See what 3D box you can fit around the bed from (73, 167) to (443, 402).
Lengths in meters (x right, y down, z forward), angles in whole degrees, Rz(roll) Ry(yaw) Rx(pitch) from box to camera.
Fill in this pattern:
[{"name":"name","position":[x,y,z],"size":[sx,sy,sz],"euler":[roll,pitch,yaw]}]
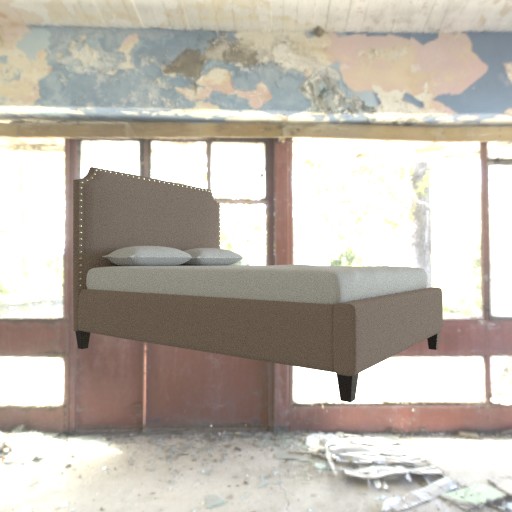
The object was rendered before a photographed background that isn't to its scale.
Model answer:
[{"name":"bed","position":[0.000,0.000,3.464],"size":[2.372,1.443,1.713],"euler":[-1,-1,36]}]
